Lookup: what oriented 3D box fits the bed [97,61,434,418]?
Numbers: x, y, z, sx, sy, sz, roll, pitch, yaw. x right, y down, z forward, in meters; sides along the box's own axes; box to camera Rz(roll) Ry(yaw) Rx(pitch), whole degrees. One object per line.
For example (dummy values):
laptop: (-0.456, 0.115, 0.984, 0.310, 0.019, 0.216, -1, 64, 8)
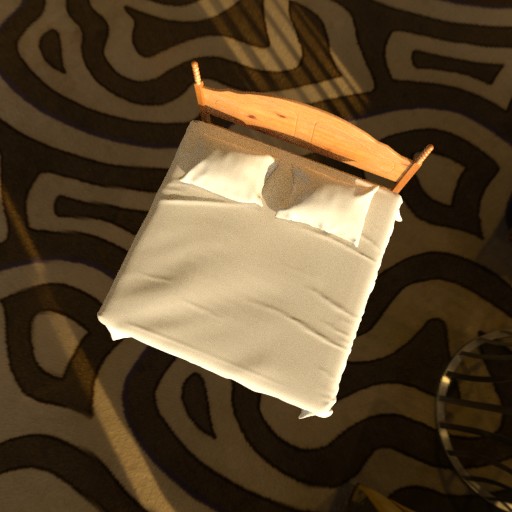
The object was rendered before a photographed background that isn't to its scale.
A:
bed: (0.000, 0.000, 3.690, 2.322, 1.355, 2.219, 21, 77, 5)
